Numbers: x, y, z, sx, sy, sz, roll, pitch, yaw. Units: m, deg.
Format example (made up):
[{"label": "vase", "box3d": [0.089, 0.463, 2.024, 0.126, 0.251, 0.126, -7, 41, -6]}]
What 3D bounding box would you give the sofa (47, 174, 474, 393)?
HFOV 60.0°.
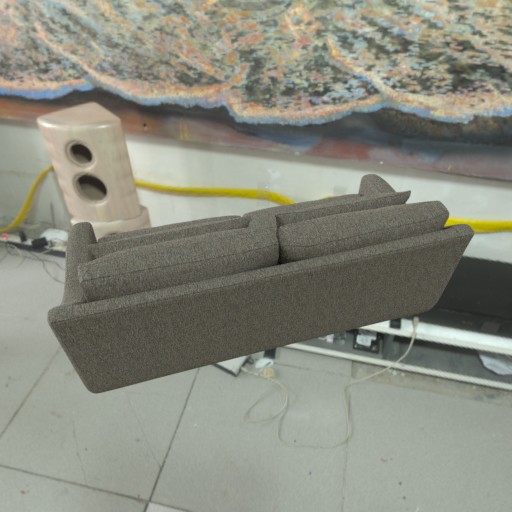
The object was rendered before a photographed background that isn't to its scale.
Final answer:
[{"label": "sofa", "box3d": [0.000, 0.000, 2.970, 2.418, 0.998, 1.103, -11, 42, -13]}]
